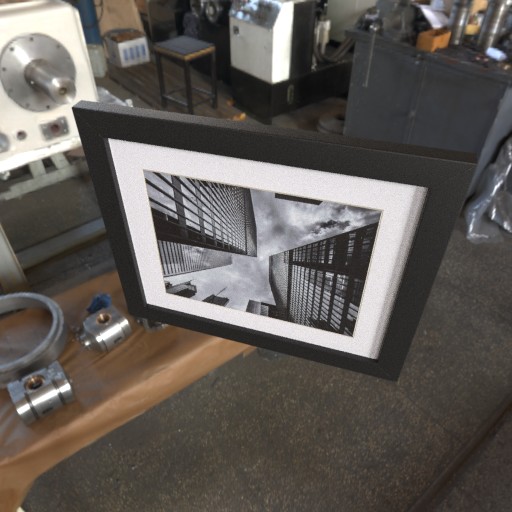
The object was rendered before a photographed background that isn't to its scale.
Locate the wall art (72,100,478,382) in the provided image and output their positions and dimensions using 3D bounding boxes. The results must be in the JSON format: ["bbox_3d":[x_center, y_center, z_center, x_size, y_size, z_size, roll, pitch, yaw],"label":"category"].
[{"bbox_3d":[0.000,0.000,0.743,0.558,0.457,0.031,12,42,13],"label":"wall art"}]
